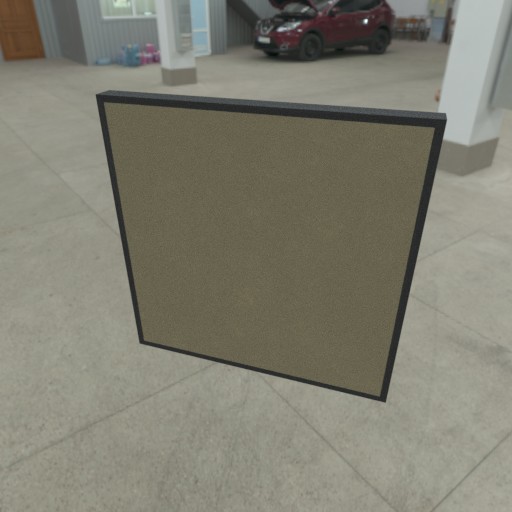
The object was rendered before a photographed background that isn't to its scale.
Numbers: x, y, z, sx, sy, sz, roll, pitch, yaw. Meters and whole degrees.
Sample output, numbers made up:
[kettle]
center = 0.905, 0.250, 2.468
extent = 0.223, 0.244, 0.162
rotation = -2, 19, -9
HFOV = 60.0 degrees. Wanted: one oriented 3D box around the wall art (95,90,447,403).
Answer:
[wall art]
center = 0.000, 0.000, 0.760
extent = 0.509, 0.507, 0.037
rotation = 9, 32, 15
